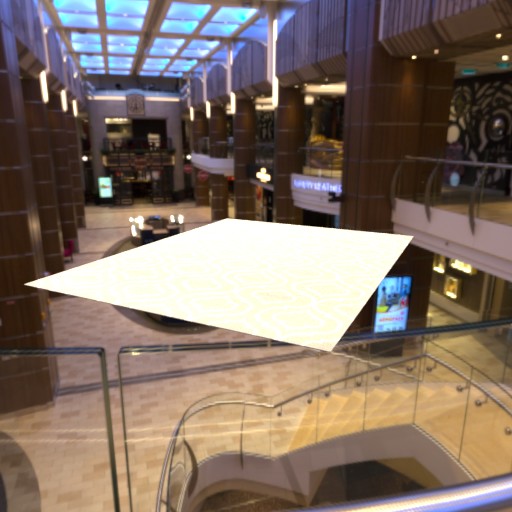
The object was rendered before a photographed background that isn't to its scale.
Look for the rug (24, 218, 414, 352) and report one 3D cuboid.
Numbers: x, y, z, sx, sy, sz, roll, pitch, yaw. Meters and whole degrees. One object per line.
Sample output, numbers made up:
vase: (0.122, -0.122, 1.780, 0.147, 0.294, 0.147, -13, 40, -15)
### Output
rug: (0.000, 0.000, 3.942, 2.283, 0.006, 2.892, 8, 17, 26)
